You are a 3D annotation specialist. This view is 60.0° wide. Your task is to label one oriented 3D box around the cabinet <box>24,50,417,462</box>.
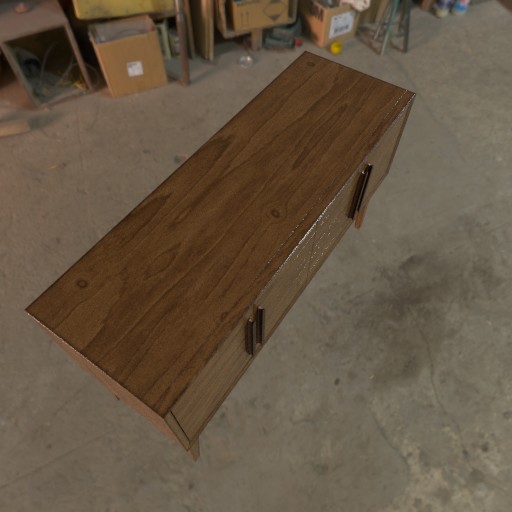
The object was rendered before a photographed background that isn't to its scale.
[{"bbox_3d":[0.000,0.000,1.683,0.477,0.802,1.363,30,62,18],"label":"cabinet"}]
